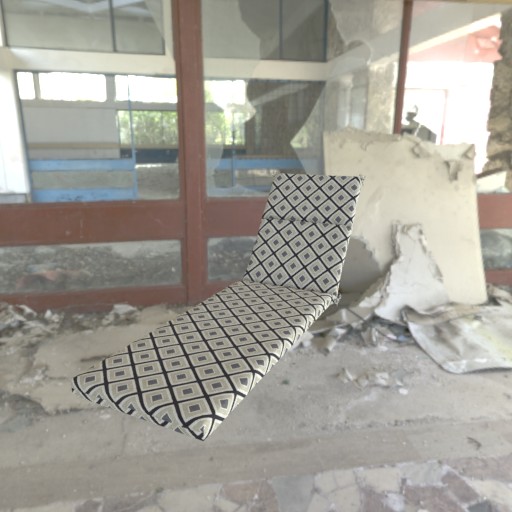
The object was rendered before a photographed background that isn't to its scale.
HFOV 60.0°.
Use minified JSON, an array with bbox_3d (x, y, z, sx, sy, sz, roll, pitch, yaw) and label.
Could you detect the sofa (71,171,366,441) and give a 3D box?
[{"bbox_3d":[0.000,0.000,1.960,0.582,0.622,1.663,7,17,26],"label":"sofa"}]
